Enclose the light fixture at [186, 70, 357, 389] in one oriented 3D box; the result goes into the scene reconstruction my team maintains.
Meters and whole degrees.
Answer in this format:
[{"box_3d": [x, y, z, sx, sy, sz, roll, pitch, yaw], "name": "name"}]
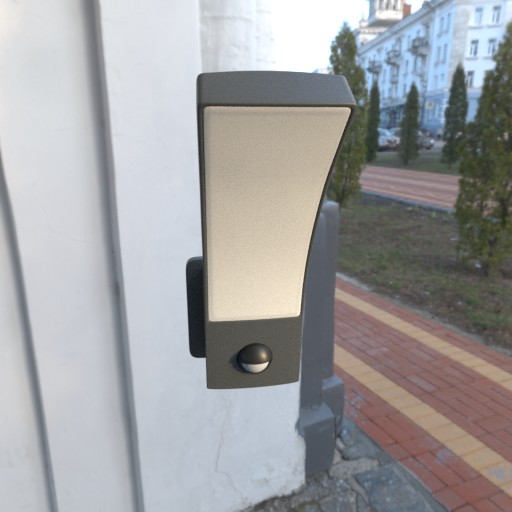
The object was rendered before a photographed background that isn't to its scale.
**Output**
[{"box_3d": [0.000, 0.000, 0.333, 0.108, 0.243, 0.174, -2, 16, -8], "name": "light fixture"}]
